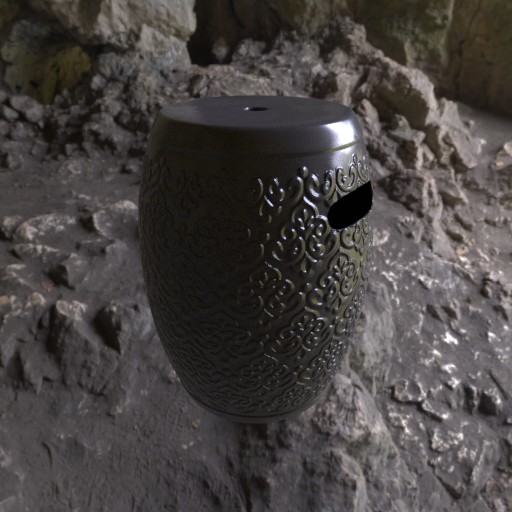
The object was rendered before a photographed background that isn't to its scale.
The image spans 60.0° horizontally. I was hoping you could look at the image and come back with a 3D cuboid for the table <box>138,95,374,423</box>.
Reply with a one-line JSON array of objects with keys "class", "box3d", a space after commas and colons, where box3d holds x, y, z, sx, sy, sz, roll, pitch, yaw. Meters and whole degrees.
[{"class": "table", "box3d": [0.000, 0.000, 0.616, 0.309, 0.397, 0.309, 0, 27, 0]}]
